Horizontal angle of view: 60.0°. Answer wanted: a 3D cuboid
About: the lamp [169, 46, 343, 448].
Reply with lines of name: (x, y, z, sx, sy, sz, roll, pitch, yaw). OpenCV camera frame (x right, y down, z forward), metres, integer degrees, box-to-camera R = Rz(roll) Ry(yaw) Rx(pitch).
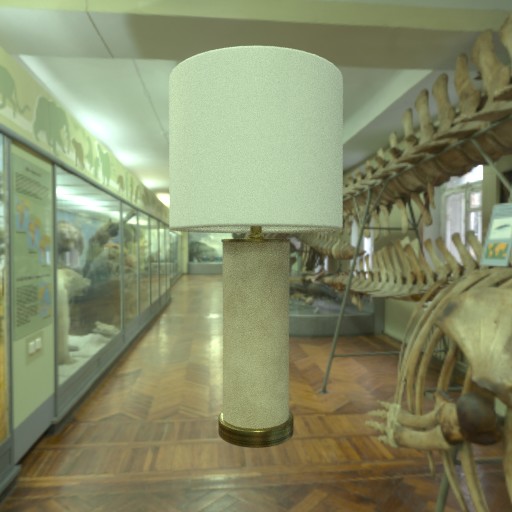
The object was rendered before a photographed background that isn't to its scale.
lamp: (0.000, 0.000, 0.797, 0.305, 0.634, 0.305, -1, 1, -36)
